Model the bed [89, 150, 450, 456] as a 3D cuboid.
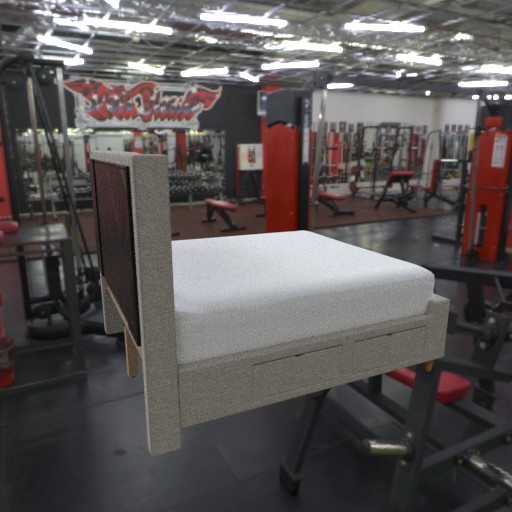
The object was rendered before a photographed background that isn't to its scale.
[{"bbox_3d":[0.000,0.000,3.772,2.372,1.748,2.044,-7,15,-25],"label":"bed"}]
